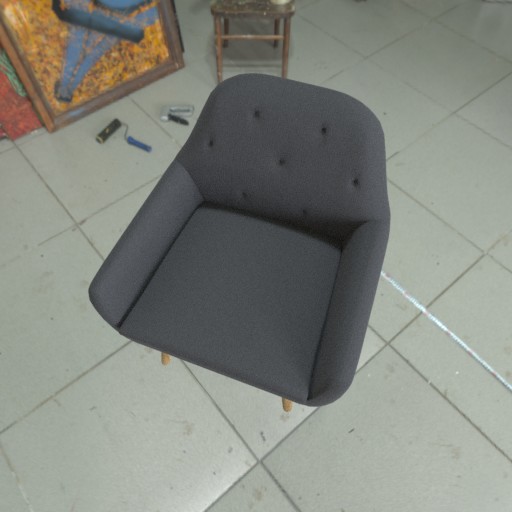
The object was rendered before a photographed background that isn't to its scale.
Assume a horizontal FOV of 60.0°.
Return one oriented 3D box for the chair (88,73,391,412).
[{"bbox_3d":[0.000,0.000,1.441,0.770,0.800,0.779,18,59,11],"label":"chair"}]
